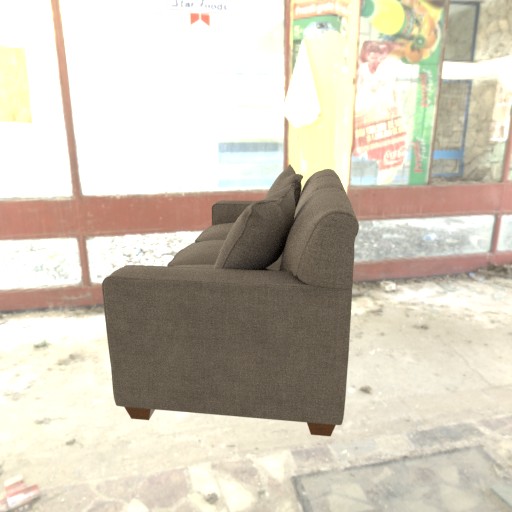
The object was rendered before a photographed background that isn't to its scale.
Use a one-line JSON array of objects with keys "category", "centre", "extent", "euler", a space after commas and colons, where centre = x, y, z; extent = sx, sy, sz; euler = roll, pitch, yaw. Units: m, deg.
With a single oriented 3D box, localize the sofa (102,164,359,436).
[{"category": "sofa", "centre": [0.000, 0.000, 2.626], "extent": [0.997, 0.958, 2.024], "euler": [2, 16, 8]}]
